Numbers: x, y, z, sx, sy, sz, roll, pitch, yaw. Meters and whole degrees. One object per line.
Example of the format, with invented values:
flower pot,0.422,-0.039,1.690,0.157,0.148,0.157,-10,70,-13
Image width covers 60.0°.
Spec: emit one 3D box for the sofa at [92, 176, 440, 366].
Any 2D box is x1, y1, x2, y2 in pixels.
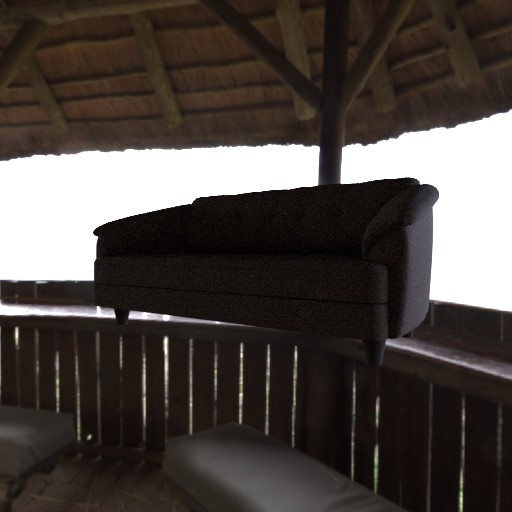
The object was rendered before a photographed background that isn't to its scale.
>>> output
sofa,0.000,0.000,2.322,1.849,0.790,0.887,1,1,36
